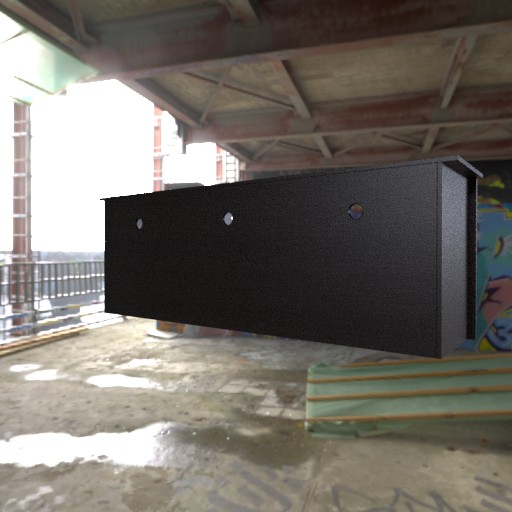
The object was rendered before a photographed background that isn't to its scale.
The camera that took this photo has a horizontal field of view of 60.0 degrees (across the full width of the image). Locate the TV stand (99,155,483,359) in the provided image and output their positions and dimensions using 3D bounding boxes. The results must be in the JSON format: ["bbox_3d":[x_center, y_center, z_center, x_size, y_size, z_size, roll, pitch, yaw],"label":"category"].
[{"bbox_3d":[0.000,0.000,2.000,1.778,0.610,0.406,0,1,36],"label":"TV stand"}]
